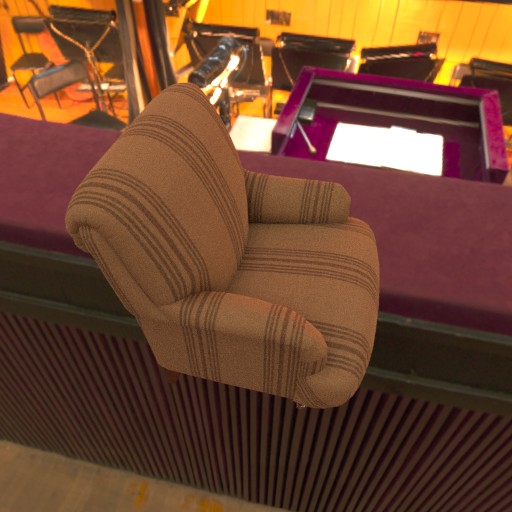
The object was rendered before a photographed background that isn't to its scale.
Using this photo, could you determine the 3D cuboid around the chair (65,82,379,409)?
[{"bbox_3d":[0.000,0.000,1.584,0.914,0.940,0.813,10,47,10],"label":"chair"}]
